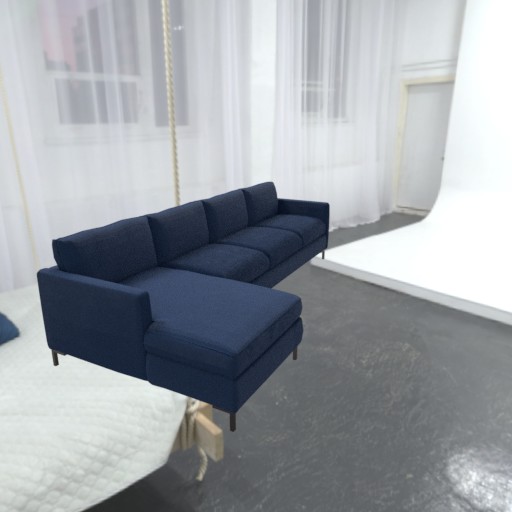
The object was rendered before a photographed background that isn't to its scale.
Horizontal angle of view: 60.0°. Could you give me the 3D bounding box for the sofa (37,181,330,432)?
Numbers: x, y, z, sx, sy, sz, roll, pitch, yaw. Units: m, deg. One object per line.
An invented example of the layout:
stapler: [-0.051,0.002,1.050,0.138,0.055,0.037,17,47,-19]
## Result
sofa: [0.000,0.000,2.923,1.128,0.679,2.450,9,19,26]
